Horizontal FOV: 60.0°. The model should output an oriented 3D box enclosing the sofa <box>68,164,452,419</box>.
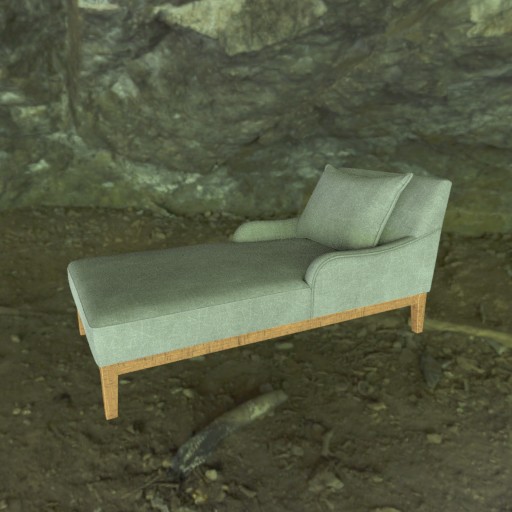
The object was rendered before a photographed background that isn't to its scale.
[{"bbox_3d":[0.000,0.000,2.319,1.779,0.859,0.894,-8,18,-26],"label":"sofa"}]
